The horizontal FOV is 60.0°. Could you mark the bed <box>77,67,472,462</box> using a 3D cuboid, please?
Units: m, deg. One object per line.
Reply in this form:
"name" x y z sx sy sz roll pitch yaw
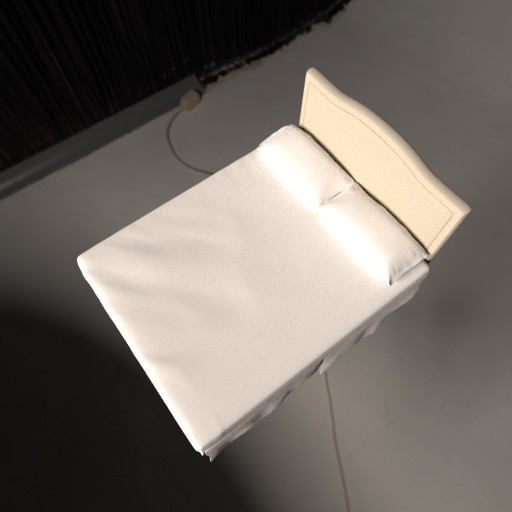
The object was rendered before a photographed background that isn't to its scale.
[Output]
"bed" 0.000 0.000 3.581 2.477 1.437 1.977 -34 69 -15
